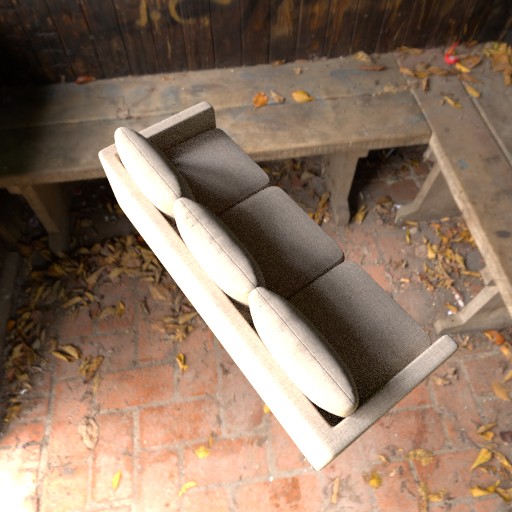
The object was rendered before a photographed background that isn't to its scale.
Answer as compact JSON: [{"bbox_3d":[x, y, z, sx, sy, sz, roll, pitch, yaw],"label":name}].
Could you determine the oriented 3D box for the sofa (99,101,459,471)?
[{"bbox_3d":[0.000,0.000,2.648,0.859,0.874,2.218,-32,64,-18],"label":"sofa"}]
